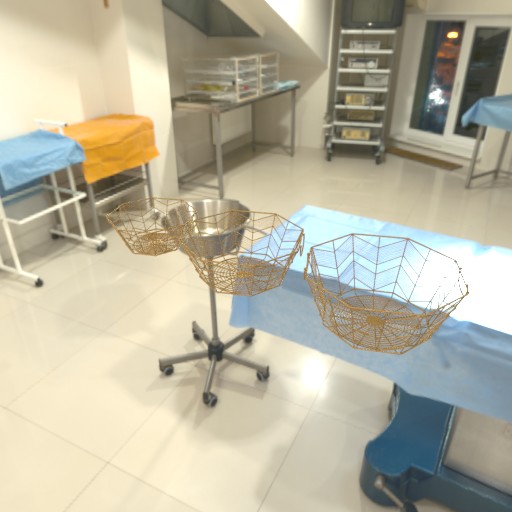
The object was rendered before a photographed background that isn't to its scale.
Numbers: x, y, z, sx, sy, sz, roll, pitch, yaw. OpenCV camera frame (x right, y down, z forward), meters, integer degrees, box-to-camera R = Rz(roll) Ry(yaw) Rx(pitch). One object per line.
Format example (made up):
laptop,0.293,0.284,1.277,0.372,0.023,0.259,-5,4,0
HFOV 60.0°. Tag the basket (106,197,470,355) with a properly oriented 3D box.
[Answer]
basket,0.000,0.000,1.418,1.245,0.178,0.432,18,33,29
